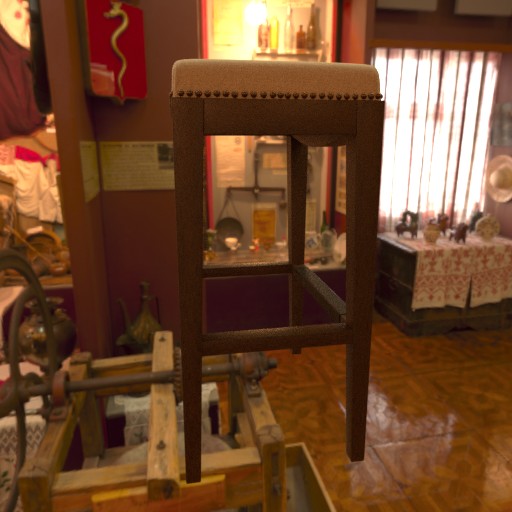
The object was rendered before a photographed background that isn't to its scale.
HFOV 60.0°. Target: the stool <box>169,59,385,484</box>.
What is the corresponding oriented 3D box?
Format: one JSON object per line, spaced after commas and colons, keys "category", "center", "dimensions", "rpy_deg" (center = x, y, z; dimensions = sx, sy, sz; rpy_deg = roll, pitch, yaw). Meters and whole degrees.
{"category": "stool", "center": [0.000, 0.000, 1.010], "dimensions": [0.358, 0.759, 0.498], "rpy_deg": [-3, 15, -10]}
